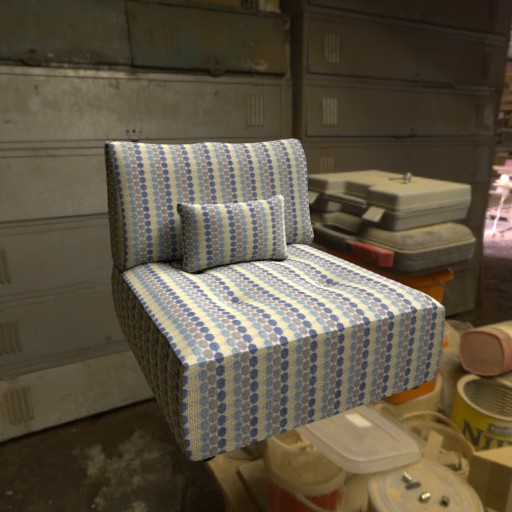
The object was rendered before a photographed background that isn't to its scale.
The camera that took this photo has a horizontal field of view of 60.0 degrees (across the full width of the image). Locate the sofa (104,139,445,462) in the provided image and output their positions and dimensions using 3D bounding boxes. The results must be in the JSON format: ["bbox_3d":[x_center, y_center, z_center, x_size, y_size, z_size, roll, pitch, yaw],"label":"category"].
[{"bbox_3d":[0.000,0.000,1.673,0.930,0.830,1.000,-8,18,-26],"label":"sofa"}]
